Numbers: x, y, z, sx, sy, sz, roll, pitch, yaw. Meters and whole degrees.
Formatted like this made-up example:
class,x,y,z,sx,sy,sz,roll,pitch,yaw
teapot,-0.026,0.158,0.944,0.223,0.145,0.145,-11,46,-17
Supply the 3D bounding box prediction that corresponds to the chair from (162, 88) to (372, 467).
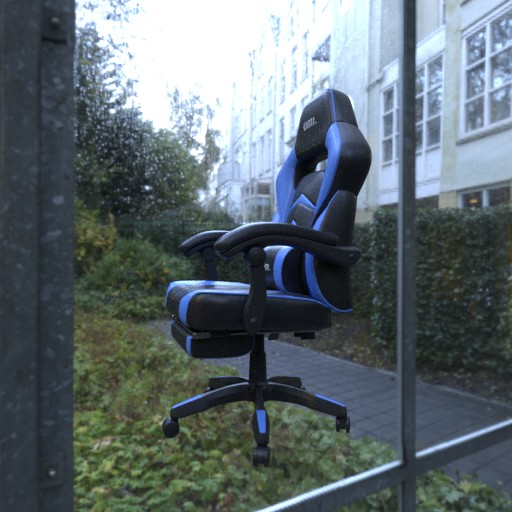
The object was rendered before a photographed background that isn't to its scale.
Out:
class,x,y,z,sx,sy,sz,roll,pitch,yaw
chair,0.000,0.000,1.680,0.700,1.280,0.700,0,0,-20
